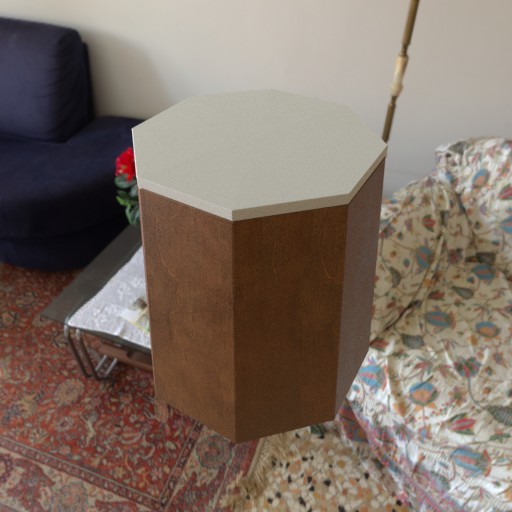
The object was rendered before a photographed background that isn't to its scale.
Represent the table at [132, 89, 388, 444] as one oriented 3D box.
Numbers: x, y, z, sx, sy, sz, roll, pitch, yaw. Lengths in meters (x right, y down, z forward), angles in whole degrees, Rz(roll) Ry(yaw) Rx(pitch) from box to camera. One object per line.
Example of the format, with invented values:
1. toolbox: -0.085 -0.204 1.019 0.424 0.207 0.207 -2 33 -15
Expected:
1. table: 0.000 0.000 0.787 0.439 0.457 0.439 -11 42 -12
